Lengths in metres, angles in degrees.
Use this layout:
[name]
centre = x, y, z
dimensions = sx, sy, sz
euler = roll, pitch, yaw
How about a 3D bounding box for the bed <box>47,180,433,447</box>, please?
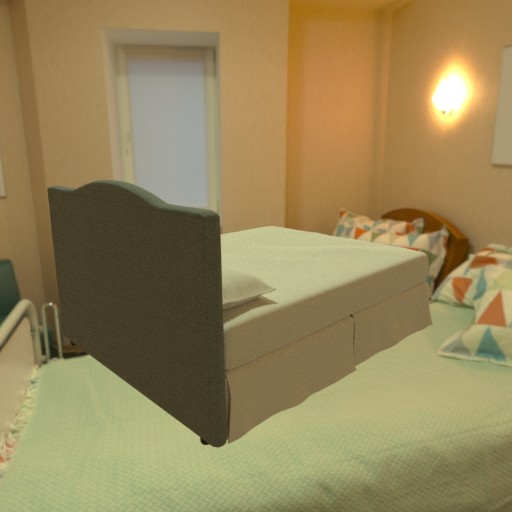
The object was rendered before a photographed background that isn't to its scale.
[bed]
centre = 0.000, 0.000, 3.900
dimensions = 2.689, 1.457, 2.161
euler = -13, 19, -43
